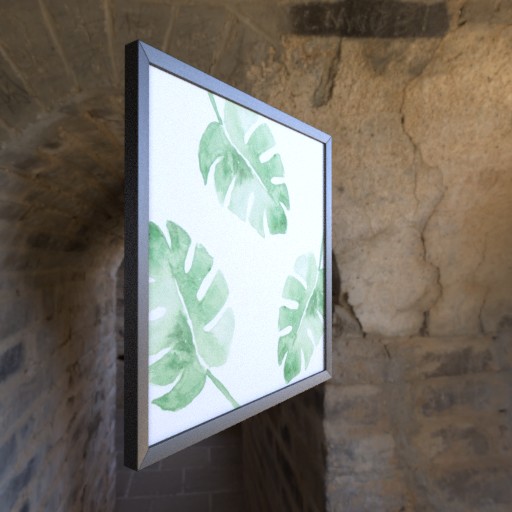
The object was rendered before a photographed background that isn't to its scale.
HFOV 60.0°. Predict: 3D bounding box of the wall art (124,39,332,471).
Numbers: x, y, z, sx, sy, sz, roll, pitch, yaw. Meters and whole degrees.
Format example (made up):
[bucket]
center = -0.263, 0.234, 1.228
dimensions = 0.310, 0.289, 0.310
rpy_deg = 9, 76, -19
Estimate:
[wall art]
center = 0.000, 0.000, 1.104
dimensions = 0.038, 0.765, 0.765
rpy_deg = 0, -1, 36
